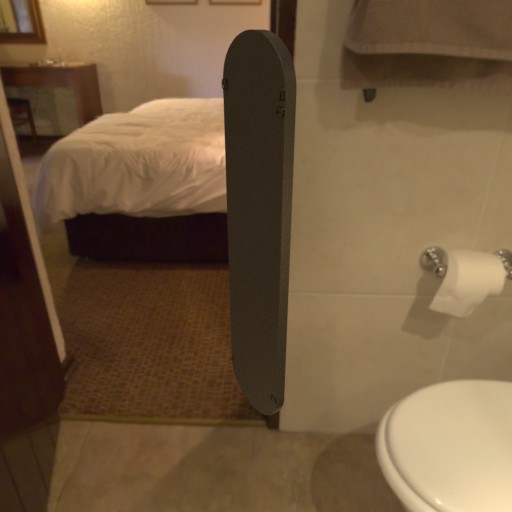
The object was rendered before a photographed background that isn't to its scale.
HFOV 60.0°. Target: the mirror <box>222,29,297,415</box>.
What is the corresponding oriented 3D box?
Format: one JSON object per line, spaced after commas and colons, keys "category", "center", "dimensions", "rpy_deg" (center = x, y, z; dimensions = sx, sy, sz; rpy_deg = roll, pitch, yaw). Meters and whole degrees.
{"category": "mirror", "center": [0.000, 0.000, 1.089], "dimensions": [0.032, 0.991, 0.222], "rpy_deg": [-18, 32, -31]}
